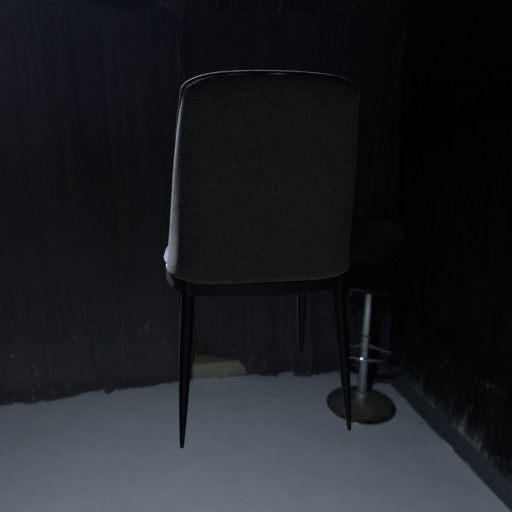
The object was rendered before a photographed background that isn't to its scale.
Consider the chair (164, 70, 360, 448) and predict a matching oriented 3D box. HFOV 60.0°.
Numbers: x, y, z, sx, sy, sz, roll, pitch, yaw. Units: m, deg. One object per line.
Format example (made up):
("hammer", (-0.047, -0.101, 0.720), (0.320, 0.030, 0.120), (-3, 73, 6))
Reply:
("chair", (0.000, 0.000, 1.191), (0.488, 0.855, 0.550), (-2, 15, -9))
